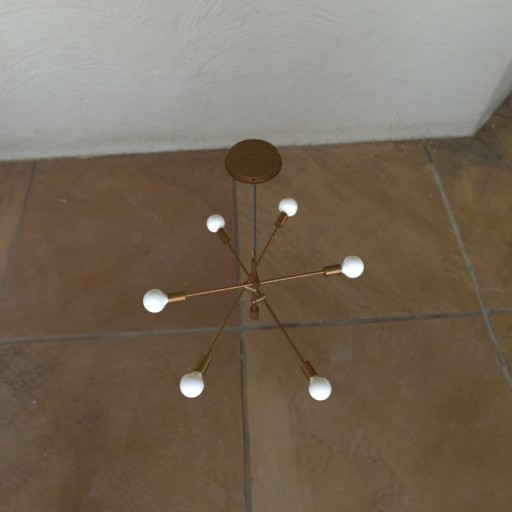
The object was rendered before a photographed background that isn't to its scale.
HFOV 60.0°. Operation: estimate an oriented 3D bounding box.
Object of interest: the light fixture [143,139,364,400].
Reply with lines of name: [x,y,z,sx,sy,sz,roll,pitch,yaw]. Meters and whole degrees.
light fixture: [0.000,0.000,1.235,0.637,0.744,0.682,0,58,0]
